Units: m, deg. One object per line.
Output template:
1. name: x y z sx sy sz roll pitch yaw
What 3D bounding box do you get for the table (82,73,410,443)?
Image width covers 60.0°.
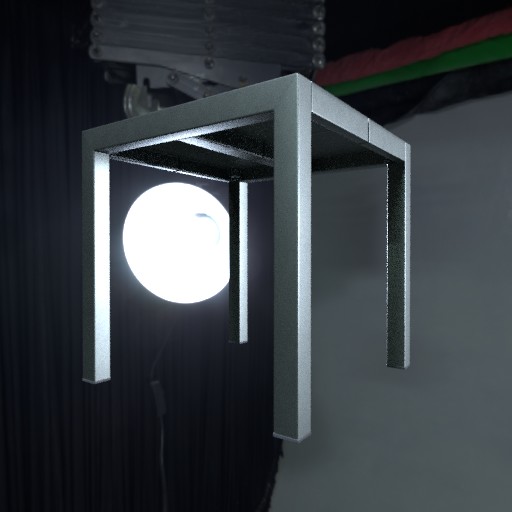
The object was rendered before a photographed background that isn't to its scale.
1. table: 0.000 0.000 0.958 0.508 0.508 0.508 0 1 36
